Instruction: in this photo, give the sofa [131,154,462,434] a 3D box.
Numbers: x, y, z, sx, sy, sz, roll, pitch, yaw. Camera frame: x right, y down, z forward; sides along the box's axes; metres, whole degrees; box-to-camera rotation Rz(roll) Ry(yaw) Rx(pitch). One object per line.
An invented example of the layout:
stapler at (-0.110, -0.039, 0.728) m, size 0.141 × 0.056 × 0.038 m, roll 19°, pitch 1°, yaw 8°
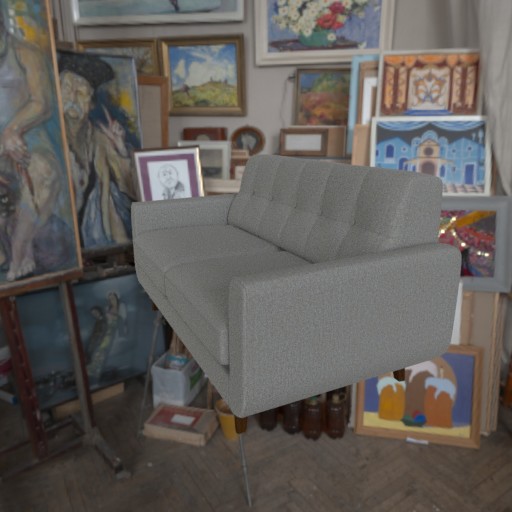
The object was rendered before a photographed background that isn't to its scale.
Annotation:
sofa at (0.000, 0.000, 2.226) m, size 0.952 × 0.925 × 1.651 m, roll -8°, pitch 18°, yaw -25°
